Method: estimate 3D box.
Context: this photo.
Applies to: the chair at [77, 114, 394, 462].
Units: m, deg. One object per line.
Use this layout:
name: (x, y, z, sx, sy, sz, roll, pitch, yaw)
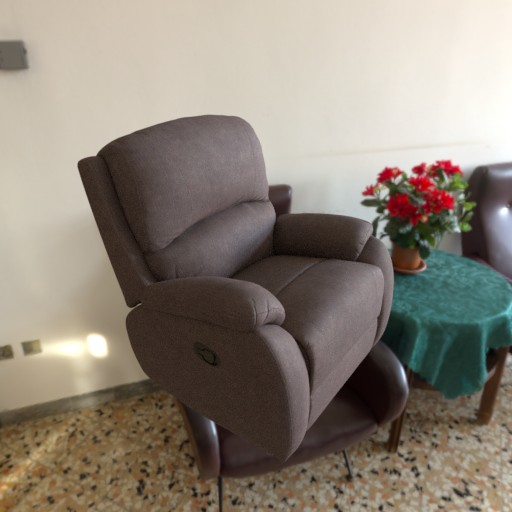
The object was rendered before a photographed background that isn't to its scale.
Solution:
chair: (0.000, 0.000, 1.755, 0.899, 1.011, 0.930, 17, 30, 31)
